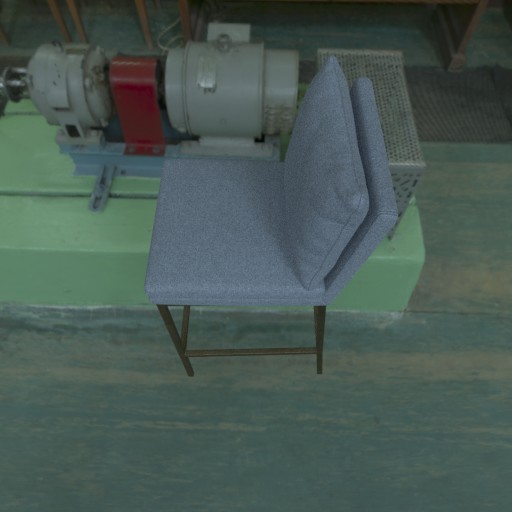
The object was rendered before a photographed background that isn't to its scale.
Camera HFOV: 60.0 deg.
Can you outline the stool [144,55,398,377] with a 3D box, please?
[{"bbox_3d":[0.000,0.000,1.403,0.569,1.130,0.463,0,59,0],"label":"stool"}]
